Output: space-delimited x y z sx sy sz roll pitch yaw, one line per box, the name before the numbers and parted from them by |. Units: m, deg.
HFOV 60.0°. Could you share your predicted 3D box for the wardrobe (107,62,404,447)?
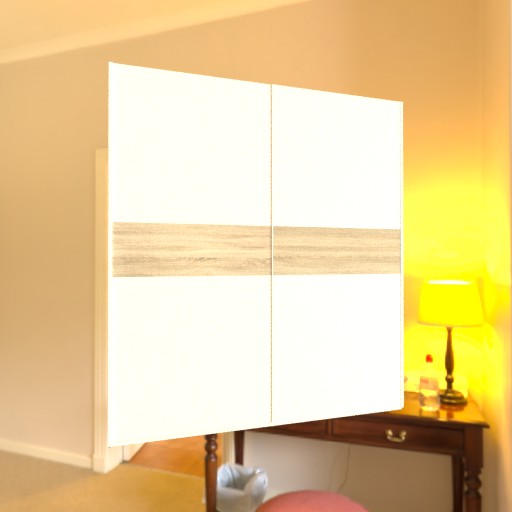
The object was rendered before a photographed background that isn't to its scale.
wardrobe | 0.000 0.000 2.887 1.830 2.020 0.600 0 0 -19
